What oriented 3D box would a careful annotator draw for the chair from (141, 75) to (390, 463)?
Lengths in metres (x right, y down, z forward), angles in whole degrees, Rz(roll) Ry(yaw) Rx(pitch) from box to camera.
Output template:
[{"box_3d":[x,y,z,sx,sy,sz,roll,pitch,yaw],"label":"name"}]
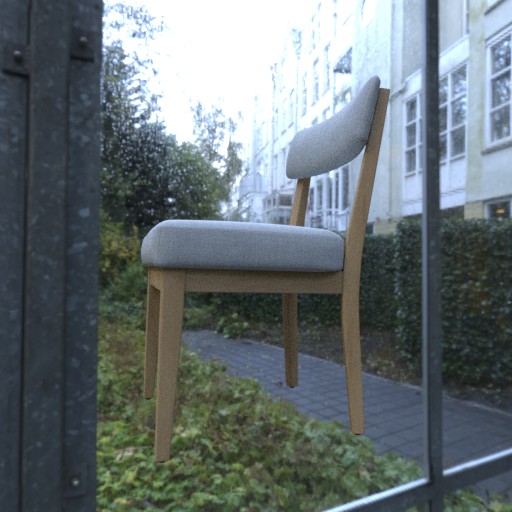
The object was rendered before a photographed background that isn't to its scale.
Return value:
[{"box_3d":[0.000,0.000,1.173,0.572,0.832,0.508,0,-1,-17],"label":"chair"}]
